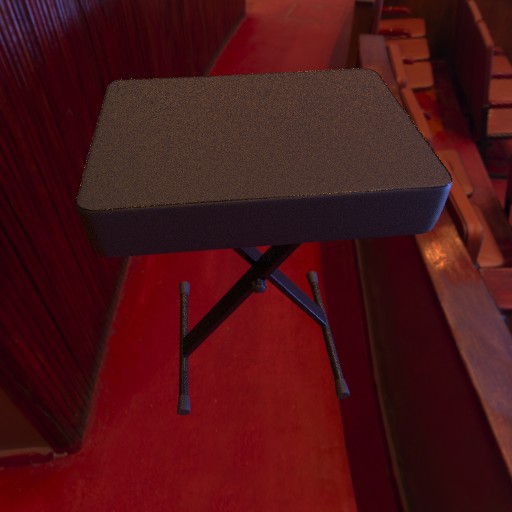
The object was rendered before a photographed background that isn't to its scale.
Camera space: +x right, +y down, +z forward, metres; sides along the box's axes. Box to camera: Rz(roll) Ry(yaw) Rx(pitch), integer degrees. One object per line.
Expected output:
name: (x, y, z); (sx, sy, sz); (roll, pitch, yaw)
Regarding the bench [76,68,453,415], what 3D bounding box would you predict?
bench: (0.000, 0.000, 0.768); (0.424, 0.500, 0.321); (-4, 46, -4)
